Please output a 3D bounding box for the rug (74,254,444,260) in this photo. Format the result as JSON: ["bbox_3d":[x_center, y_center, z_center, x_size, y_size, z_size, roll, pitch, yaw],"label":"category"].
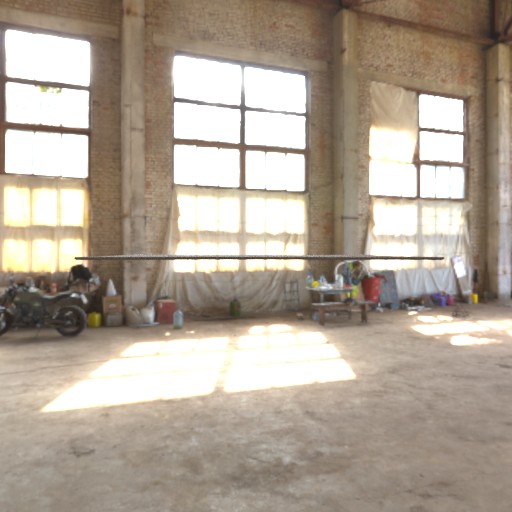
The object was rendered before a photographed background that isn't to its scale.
[{"bbox_3d":[0.000,0.000,2.280,1.162,0.022,1.804,0,0,-1],"label":"rug"}]
